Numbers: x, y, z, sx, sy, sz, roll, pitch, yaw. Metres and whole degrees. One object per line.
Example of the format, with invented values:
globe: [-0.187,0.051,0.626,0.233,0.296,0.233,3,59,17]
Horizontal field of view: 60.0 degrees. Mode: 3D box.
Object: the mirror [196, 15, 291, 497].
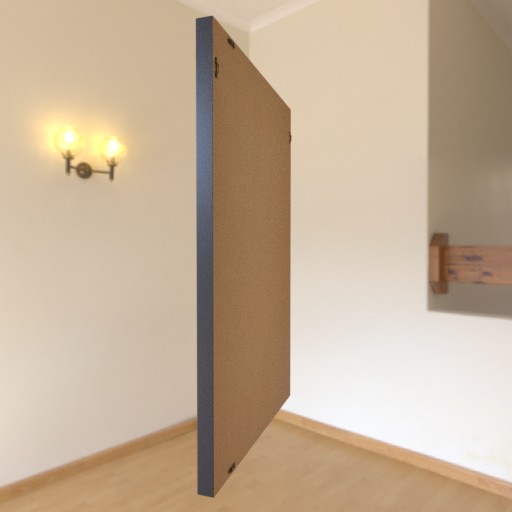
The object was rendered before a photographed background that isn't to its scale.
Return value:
mirror: [0.000,0.000,1.134,0.040,0.915,0.609,0,2,18]
